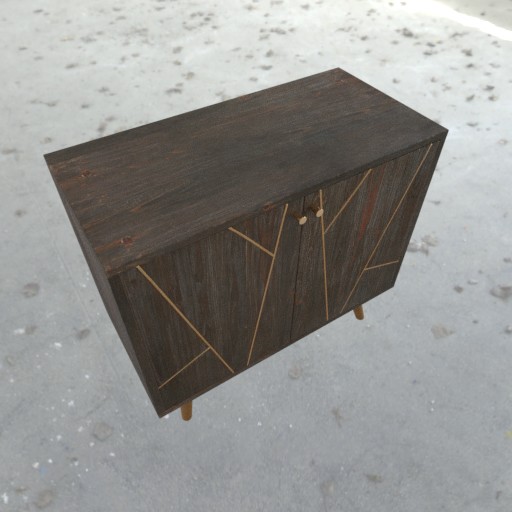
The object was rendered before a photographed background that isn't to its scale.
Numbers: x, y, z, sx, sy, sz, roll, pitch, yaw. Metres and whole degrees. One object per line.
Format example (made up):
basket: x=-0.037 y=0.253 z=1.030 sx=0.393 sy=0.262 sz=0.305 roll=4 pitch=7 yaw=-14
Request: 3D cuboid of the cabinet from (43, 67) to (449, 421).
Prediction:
cabinet: x=0.000 y=0.000 z=1.550 sx=1.023 sy=0.897 sz=0.529 roll=-25 pitch=51 yaw=-22
